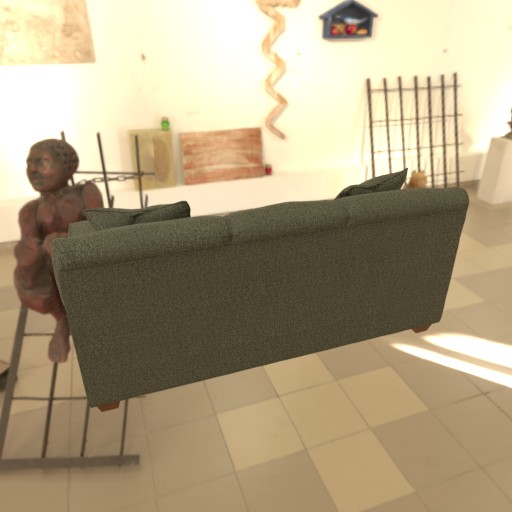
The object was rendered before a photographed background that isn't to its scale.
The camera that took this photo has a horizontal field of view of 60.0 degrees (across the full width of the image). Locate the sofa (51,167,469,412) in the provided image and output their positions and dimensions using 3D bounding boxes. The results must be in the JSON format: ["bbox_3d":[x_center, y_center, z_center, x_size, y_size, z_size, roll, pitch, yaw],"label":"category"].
[{"bbox_3d":[0.000,0.000,2.574,2.024,0.958,0.997,-9,29,-17],"label":"sofa"}]
